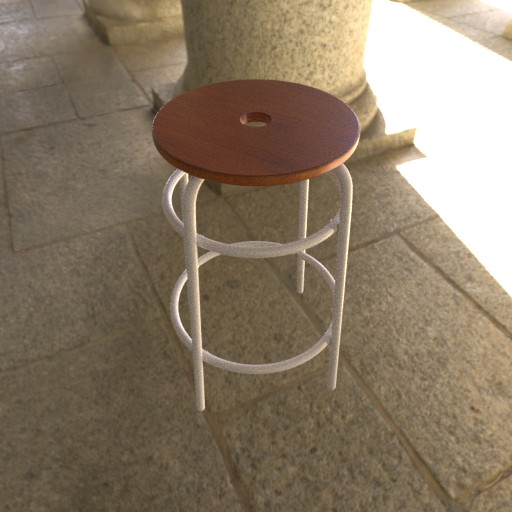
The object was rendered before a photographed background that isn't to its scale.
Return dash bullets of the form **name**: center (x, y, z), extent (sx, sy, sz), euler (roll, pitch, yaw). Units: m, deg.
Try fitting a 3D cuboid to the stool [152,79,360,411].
- **stool**: center (0.000, 0.000, 0.929), extent (0.455, 0.610, 0.455), euler (26, 49, 25)
